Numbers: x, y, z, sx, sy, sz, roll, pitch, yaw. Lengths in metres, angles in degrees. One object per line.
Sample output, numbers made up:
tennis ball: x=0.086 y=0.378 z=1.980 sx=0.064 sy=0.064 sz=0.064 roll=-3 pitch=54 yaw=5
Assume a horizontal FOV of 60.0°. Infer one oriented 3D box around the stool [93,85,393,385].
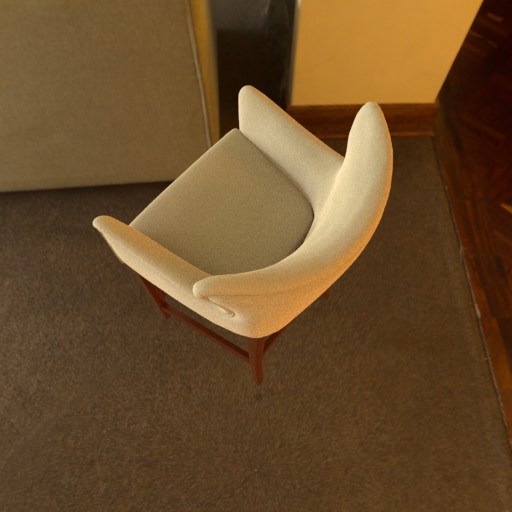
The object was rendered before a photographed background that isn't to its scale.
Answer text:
stool: x=0.000 y=0.000 z=1.356 sx=0.570 sy=0.951 sz=0.601 roll=36 pitch=70 yaw=16
